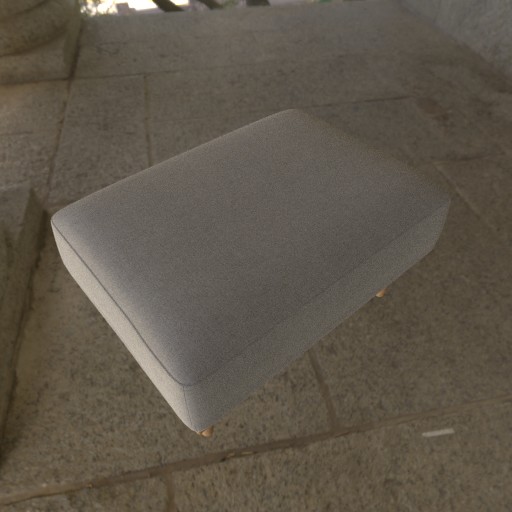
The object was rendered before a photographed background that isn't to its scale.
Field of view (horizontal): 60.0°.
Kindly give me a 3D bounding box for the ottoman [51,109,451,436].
[{"bbox_3d":[0.000,0.000,1.080,0.749,0.428,0.549,-32,54,-27],"label":"ottoman"}]
